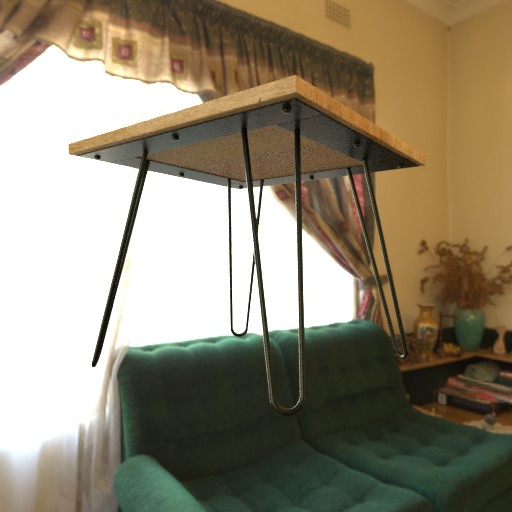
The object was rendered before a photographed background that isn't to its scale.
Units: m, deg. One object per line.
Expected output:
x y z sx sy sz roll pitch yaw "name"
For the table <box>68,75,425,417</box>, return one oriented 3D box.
0.000 0.000 1.039 0.599 0.500 0.599 -1 -1 37 "table"
